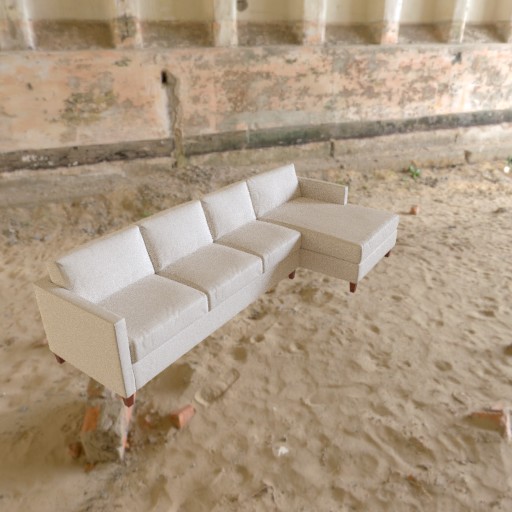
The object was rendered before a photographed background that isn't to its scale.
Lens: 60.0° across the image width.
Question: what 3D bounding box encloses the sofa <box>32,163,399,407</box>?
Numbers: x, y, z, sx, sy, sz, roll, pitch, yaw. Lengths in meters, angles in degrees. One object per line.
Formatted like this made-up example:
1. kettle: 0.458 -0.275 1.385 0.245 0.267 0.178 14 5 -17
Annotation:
1. sofa: 0.000 0.000 4.183 1.606 0.954 3.471 17 31 31
